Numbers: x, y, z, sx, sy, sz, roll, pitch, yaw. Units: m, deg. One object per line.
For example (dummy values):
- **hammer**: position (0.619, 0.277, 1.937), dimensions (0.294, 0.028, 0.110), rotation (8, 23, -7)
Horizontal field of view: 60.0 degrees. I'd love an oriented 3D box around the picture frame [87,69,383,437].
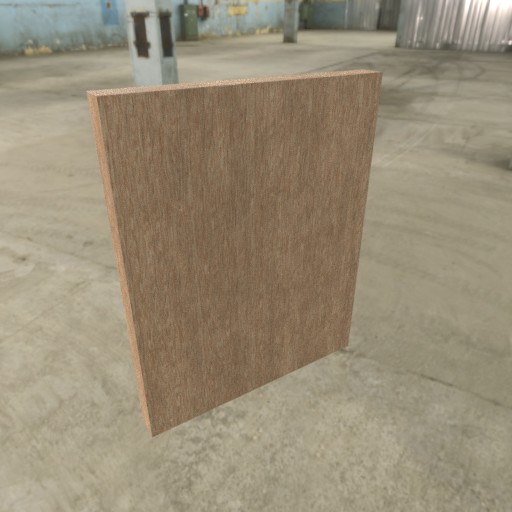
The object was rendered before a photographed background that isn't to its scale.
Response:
- **picture frame**: position (0.000, 0.000, 0.708), dimensions (0.424, 0.526, 0.043), rotation (-17, 33, -28)
